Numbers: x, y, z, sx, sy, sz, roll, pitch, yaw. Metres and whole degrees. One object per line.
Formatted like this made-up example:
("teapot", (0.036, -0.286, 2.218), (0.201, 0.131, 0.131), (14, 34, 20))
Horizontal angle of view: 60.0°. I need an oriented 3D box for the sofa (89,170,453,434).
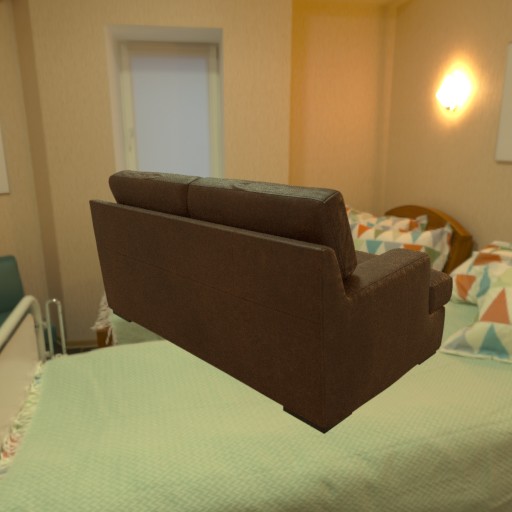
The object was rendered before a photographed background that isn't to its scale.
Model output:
("sofa", (0.000, 0.000, 2.540), (1.143, 0.939, 1.880), (-14, 20, -42))
